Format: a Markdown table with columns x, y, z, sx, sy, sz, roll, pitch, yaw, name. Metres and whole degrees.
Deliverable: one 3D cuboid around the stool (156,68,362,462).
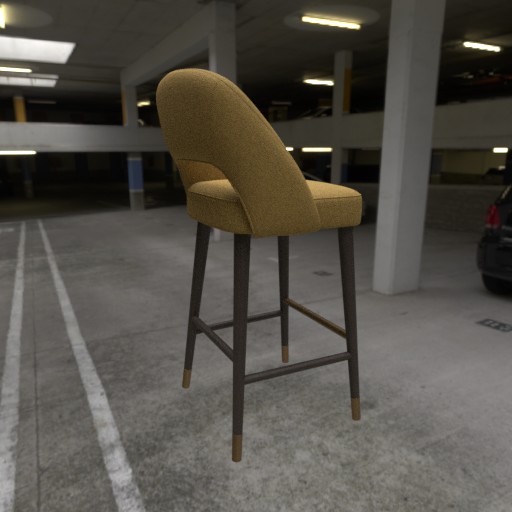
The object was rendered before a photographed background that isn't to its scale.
| x | y | z | sx | sy | sz | roll | pitch | yaw | name |
| --- | --- | --- | --- | --- | --- | --- | --- | --- | --- |
| 0.000 | 0.000 | 1.372 | 0.522 | 1.032 | 0.536 | -7 | 15 | -27 | stool |
